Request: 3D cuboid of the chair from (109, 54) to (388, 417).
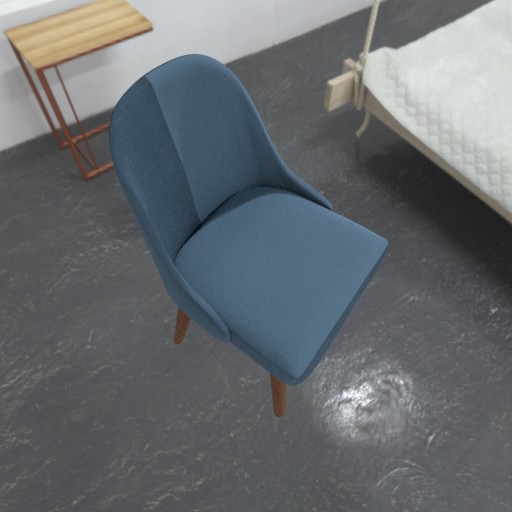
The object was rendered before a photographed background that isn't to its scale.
[{"bbox_3d":[0.000,0.000,1.213,0.589,0.882,0.503,31,63,18],"label":"chair"}]
